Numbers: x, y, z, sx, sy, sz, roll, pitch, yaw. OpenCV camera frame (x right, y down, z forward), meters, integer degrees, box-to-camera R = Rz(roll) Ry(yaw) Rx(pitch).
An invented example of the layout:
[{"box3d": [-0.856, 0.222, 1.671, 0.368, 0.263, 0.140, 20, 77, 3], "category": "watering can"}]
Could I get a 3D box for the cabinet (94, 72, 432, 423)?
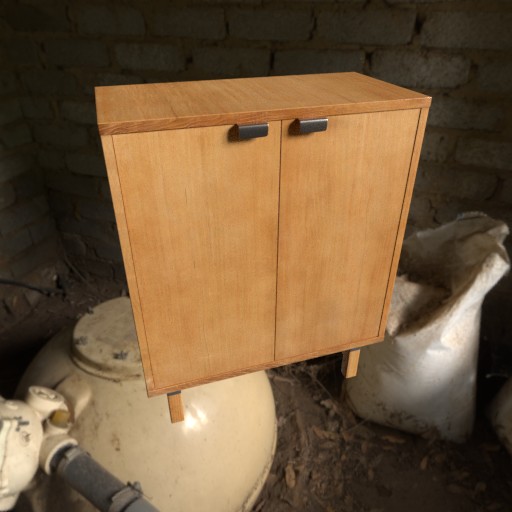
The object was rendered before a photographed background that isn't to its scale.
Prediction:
[{"box3d": [0.000, 0.000, 1.417, 0.800, 1.001, 0.419, -10, 33, -15], "category": "cabinet"}]
